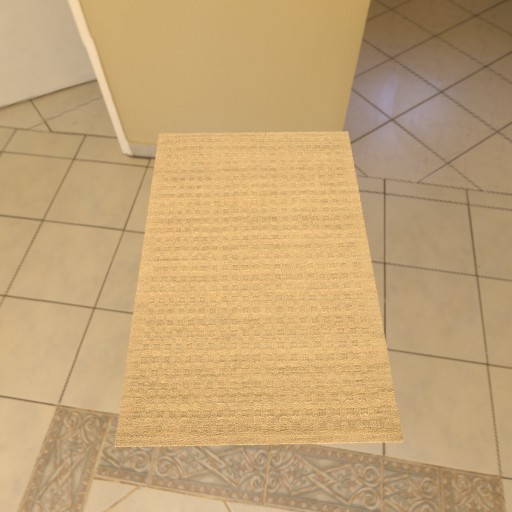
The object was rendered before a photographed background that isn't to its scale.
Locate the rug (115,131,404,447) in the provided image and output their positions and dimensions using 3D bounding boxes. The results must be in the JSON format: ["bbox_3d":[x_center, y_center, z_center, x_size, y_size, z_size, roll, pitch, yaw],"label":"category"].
[{"bbox_3d":[0.000,0.000,2.214,1.142,0.006,1.752,-1,58,0],"label":"rug"}]
